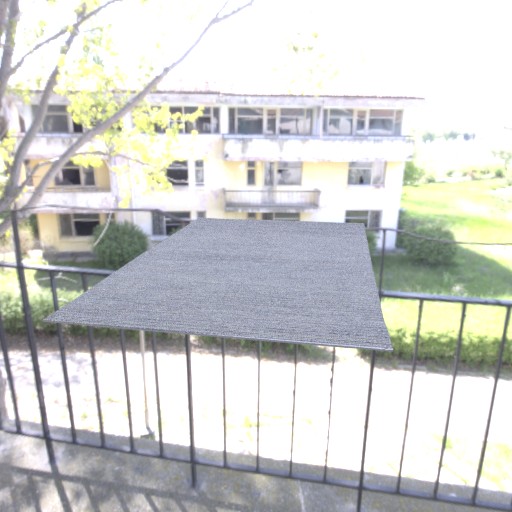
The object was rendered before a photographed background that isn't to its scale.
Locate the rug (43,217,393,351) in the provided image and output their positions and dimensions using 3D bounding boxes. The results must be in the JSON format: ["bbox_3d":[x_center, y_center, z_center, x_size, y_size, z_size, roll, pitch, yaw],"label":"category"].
[{"bbox_3d":[0.000,0.000,2.253,1.159,0.021,1.789,3,17,10],"label":"rug"}]
